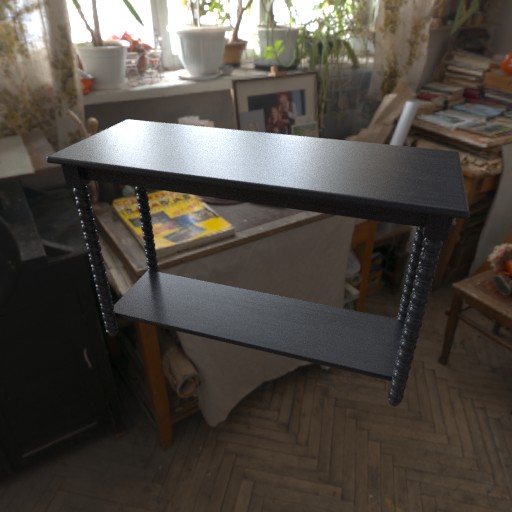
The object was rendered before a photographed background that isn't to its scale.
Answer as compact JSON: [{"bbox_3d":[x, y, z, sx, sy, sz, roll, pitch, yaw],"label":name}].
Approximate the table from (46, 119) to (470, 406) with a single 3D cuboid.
[{"bbox_3d":[0.000,0.000,1.545,1.184,0.735,0.459,10,33,15],"label":"table"}]
